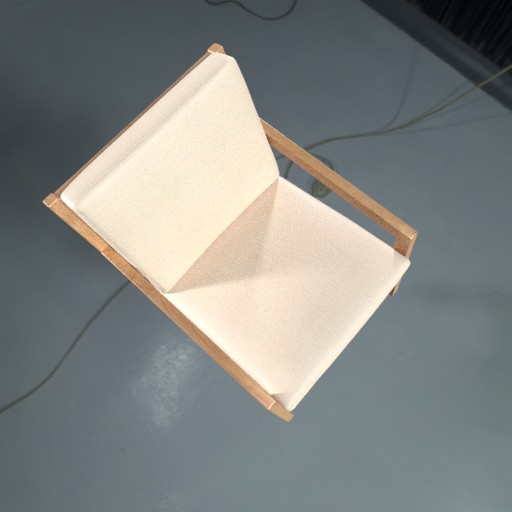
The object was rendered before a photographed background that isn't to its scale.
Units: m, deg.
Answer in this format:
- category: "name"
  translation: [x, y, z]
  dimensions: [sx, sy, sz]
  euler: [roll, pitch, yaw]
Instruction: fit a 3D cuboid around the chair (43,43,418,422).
- category: "chair"
  translation: [0.000, 0.000, 1.385]
  dimensions: [0.857, 0.790, 0.622]
  euler: [41, 79, 10]
